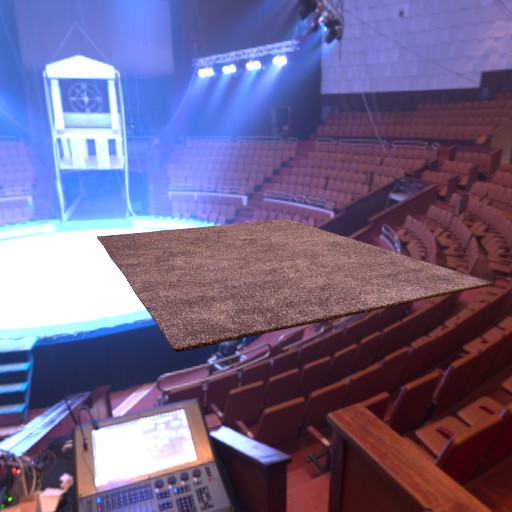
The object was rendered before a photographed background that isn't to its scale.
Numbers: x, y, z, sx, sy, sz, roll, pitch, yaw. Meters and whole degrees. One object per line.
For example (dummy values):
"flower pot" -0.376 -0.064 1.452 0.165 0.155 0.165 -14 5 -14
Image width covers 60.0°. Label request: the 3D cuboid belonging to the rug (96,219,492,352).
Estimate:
"rug" 0.000 0.000 4.038 2.401 0.025 3.000 -7 16 -25
